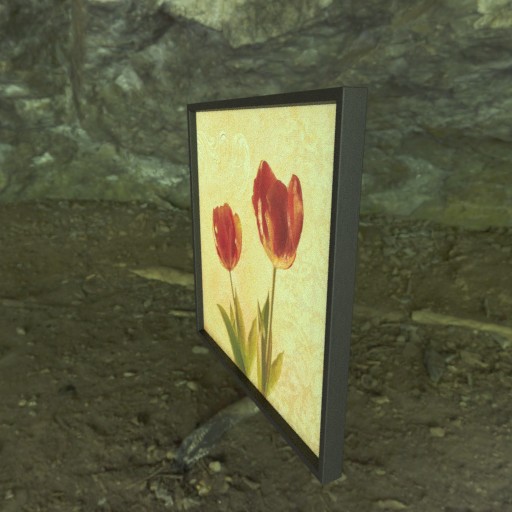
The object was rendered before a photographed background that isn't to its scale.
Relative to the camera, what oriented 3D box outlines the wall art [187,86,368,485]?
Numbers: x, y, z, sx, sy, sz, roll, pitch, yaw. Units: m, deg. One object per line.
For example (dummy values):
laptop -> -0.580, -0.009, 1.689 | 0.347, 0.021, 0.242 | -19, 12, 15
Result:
wall art -> 0.000, 0.000, 0.521 | 0.038, 0.349, 0.349 | -8, 19, -26
